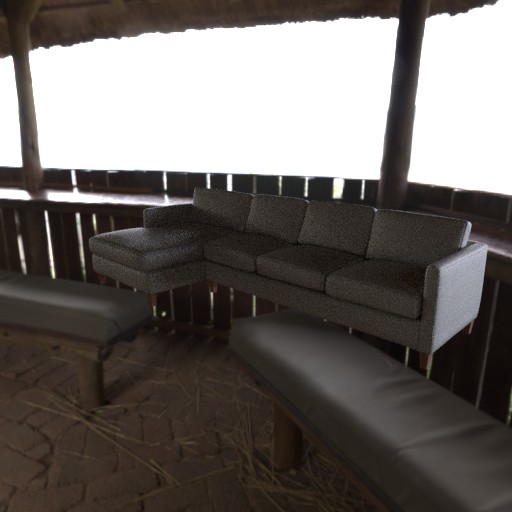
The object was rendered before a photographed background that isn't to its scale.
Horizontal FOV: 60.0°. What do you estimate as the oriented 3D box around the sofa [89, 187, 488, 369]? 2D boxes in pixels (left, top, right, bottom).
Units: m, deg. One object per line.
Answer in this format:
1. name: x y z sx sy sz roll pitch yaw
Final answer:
1. sofa: 0.000 0.000 3.761 3.201 0.876 1.502 14 20 43
